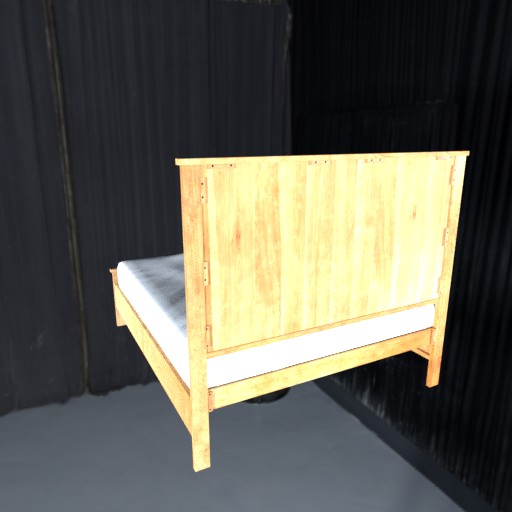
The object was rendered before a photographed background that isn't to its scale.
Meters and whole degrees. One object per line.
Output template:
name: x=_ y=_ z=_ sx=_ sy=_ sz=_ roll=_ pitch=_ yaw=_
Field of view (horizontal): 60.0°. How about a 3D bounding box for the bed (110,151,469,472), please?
bed: x=0.000 y=0.000 z=3.573 sx=1.936 sy=1.686 sz=2.201 roll=-8 pitch=17 yaw=-27
